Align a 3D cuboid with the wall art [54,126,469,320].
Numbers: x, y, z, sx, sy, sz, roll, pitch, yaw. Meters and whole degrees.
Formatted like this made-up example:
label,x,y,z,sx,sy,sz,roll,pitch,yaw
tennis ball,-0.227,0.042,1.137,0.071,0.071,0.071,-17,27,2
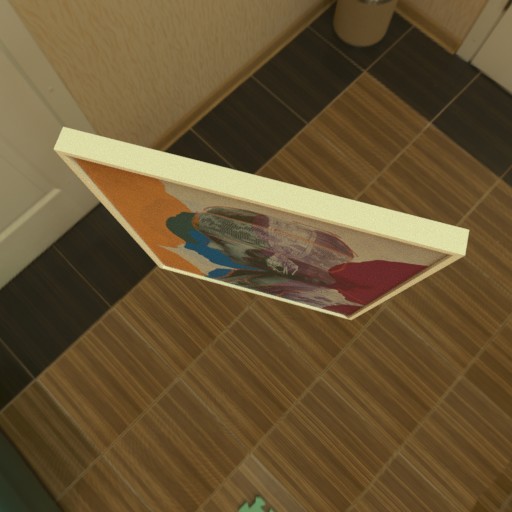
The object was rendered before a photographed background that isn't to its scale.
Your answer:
label,x,y,z,sx,sy,sz,roll,pitch,yaw
wall art,0.000,0.000,0.728,0.443,0.549,0.030,15,76,4
